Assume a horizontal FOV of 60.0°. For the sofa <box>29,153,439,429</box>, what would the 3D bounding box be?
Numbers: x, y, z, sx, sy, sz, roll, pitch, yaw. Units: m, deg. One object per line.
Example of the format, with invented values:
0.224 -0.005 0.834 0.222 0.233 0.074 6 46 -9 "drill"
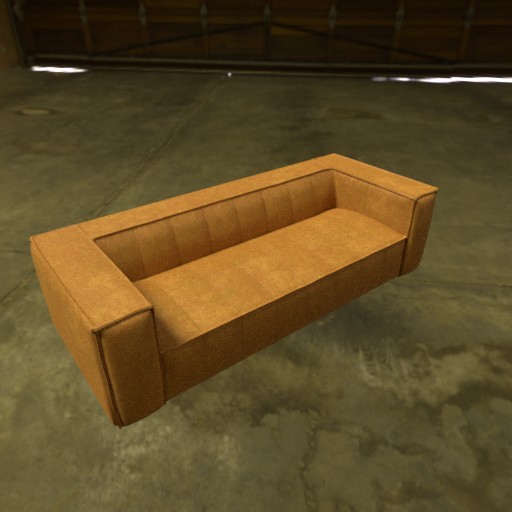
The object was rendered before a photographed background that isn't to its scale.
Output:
0.000 0.000 3.040 2.581 0.701 1.102 -22 37 -32 "sofa"
